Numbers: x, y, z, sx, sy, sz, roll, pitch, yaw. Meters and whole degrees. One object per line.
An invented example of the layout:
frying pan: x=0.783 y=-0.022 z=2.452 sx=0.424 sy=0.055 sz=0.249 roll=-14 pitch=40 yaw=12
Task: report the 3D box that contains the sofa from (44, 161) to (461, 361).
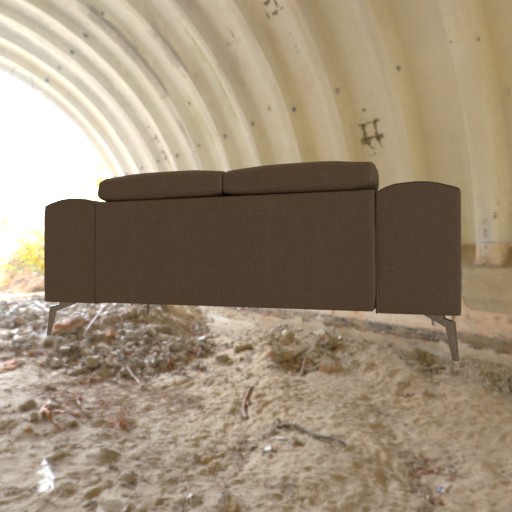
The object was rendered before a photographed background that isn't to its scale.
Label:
sofa: x=0.000 y=0.000 z=2.346 sx=1.895 sy=0.779 sz=1.003 roll=0 pitch=-1 yaw=17
